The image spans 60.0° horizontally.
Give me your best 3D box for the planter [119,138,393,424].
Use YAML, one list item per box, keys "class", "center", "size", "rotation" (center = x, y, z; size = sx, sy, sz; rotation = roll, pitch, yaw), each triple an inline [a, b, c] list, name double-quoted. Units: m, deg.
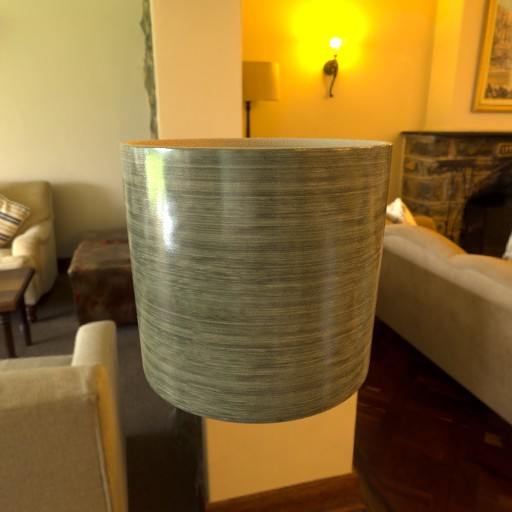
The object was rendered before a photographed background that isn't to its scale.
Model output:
- class: "planter"
  center: [0.000, 0.000, 0.402]
  size: [0.221, 0.201, 0.221]
  rotation: [0, 16, 0]
